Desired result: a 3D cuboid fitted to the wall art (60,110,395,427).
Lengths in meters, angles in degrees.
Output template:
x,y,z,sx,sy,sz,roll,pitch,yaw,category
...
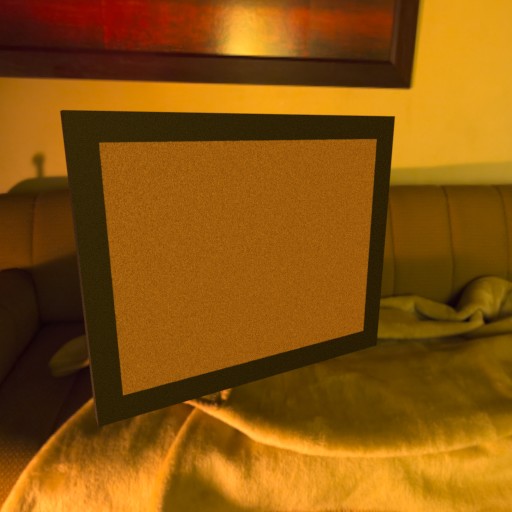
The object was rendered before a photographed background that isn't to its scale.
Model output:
x,y,z,sx,sy,sz,roll,pitch,yaw,category
0.000,0.000,0.752,0.561,0.460,0.028,-8,18,-27,wall art
